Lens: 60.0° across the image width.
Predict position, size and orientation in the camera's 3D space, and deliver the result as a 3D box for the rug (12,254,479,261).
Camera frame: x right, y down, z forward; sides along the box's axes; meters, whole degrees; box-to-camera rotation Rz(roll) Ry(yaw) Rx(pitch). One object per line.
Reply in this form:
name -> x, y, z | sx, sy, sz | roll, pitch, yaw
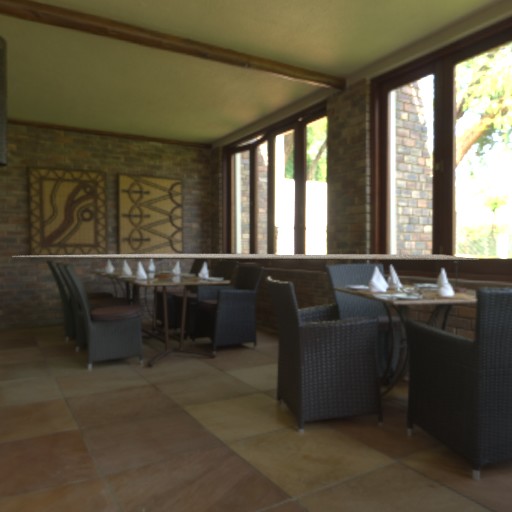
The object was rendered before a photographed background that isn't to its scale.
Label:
rug -> 0.000, 0.000, 2.218 | 1.829, 0.008, 1.219 | 0, 1, 18
